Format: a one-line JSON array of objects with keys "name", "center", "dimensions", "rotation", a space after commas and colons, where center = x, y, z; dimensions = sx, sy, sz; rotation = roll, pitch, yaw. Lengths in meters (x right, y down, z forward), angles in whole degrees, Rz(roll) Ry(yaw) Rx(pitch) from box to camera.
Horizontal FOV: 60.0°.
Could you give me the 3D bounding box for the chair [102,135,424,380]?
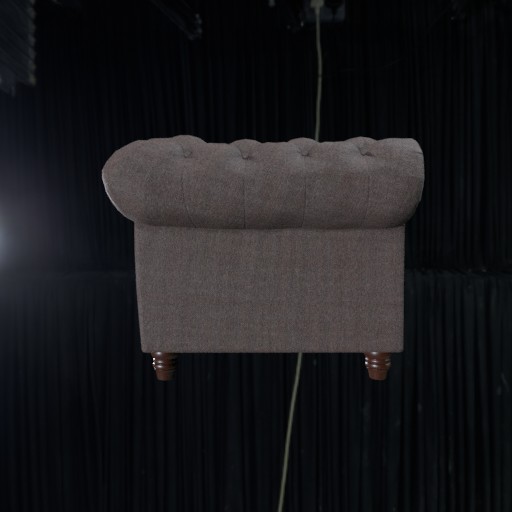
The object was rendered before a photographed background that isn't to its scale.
[{"name": "chair", "center": [0.000, 0.000, 1.861], "dimensions": [0.945, 0.780, 1.298], "rotation": [0, 1, 0]}]
